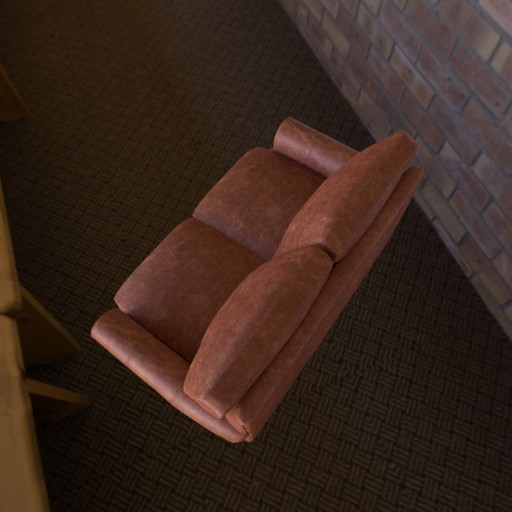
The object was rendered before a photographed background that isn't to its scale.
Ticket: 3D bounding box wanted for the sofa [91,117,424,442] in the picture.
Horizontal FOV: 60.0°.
[{"bbox_3d":[0.000,0.000,2.272,0.990,0.967,1.616,33,67,16],"label":"sofa"}]
